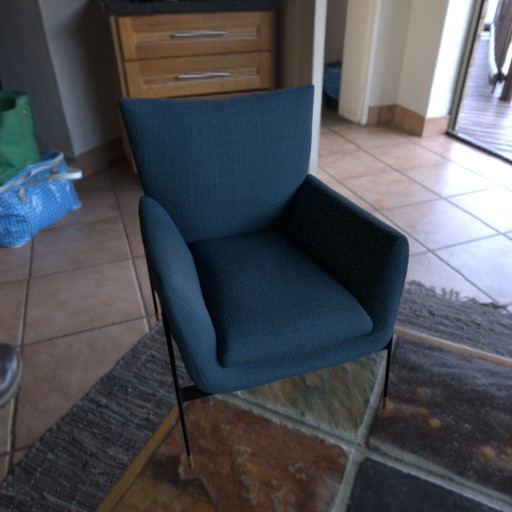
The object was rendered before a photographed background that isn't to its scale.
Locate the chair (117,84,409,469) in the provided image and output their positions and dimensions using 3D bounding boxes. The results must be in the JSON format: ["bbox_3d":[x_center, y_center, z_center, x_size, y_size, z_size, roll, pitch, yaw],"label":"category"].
[{"bbox_3d":[0.000,0.000,1.399,0.678,0.859,0.769,-10,34,-16],"label":"chair"}]
